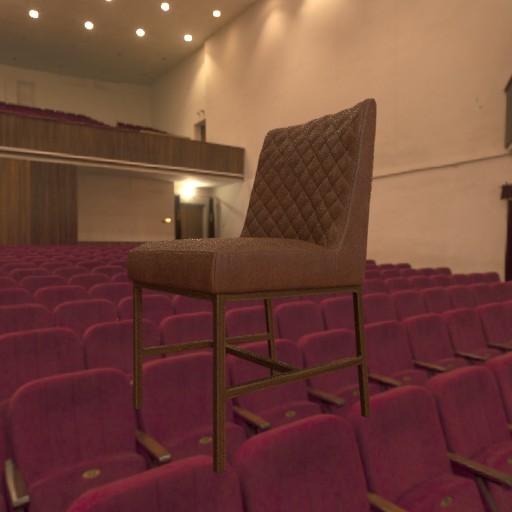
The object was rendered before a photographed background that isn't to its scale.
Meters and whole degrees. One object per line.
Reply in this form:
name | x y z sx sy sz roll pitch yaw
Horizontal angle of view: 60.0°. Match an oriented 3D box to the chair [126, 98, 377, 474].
chair | 0.000 0.000 1.260 0.587 0.889 0.508 -1 1 -36
